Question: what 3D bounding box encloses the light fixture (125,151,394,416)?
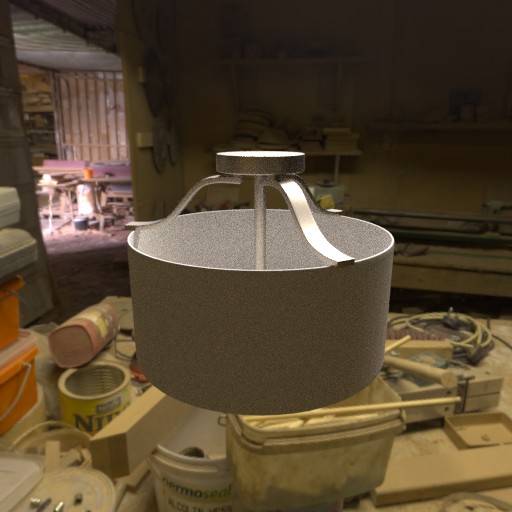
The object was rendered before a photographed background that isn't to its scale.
[{"bbox_3d":[0.000,0.000,0.670,0.395,0.304,0.395,0,16,0],"label":"light fixture"}]
